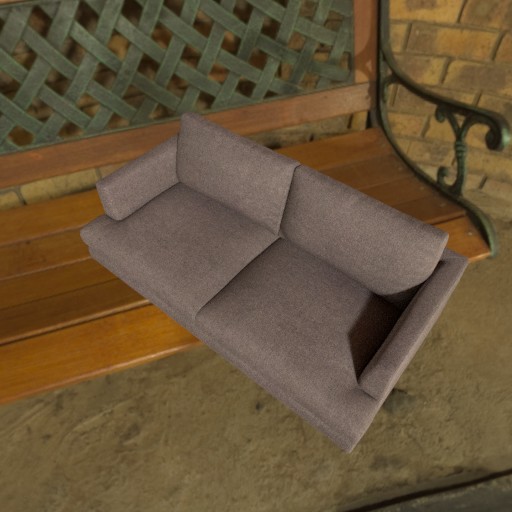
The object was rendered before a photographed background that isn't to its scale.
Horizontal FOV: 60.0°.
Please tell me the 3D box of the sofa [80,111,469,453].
[{"bbox_3d":[0.000,0.000,2.506,1.948,0.868,1.020,31,55,25],"label":"sofa"}]
